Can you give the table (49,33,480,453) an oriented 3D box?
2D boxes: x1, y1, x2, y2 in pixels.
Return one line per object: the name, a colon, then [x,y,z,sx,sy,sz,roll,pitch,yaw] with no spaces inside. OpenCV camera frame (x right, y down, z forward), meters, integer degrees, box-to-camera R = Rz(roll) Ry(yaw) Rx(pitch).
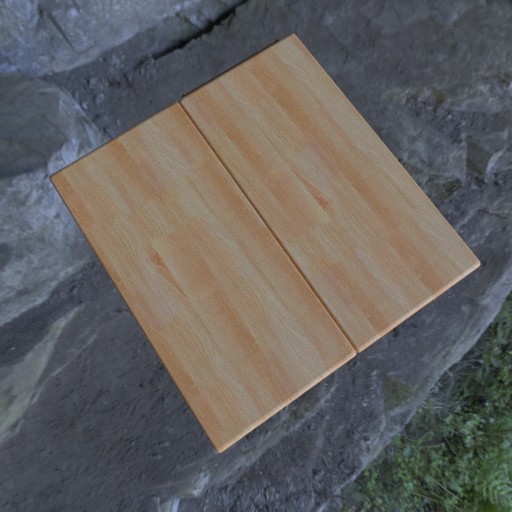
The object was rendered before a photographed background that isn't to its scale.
table: [0.000,0.000,1.401,0.693,0.832,0.752,-33,79,-7]
